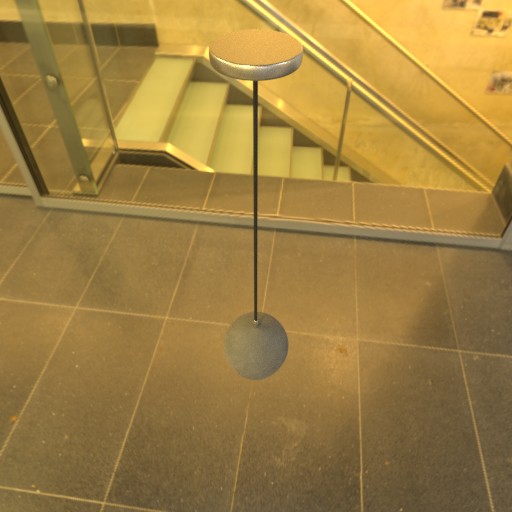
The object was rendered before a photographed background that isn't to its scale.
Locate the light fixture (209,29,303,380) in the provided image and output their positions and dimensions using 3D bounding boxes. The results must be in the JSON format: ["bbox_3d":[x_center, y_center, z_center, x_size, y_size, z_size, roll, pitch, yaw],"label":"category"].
[{"bbox_3d":[0.000,0.000,0.831,0.153,0.760,0.153,-9,47,-8],"label":"light fixture"}]
